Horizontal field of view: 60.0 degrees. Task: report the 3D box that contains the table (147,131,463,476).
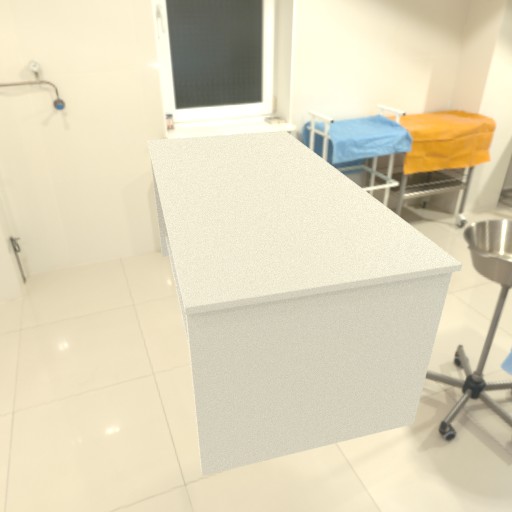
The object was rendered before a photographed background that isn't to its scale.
[{"bbox_3d":[0.000,0.000,1.269,0.500,0.441,1.000,-8,31,-13],"label":"table"}]
